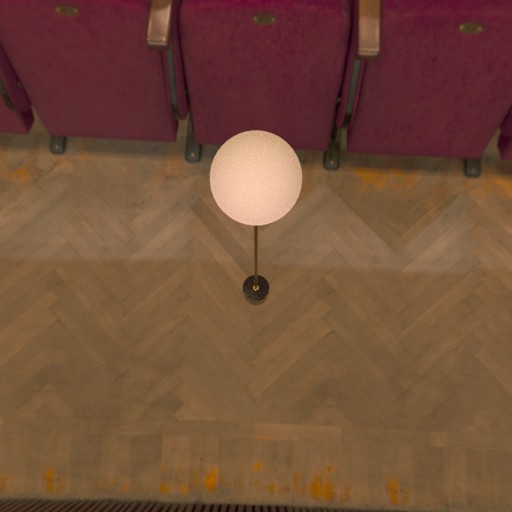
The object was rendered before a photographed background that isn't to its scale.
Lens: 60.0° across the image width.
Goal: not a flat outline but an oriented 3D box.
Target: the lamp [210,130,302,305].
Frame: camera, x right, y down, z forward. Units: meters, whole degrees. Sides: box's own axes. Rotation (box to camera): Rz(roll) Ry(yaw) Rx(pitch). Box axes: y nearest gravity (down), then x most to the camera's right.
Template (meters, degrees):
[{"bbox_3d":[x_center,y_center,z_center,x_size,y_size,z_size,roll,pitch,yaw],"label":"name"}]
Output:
[{"bbox_3d":[0.000,0.000,1.830,0.229,1.748,0.229,4,75,1],"label":"lamp"}]
